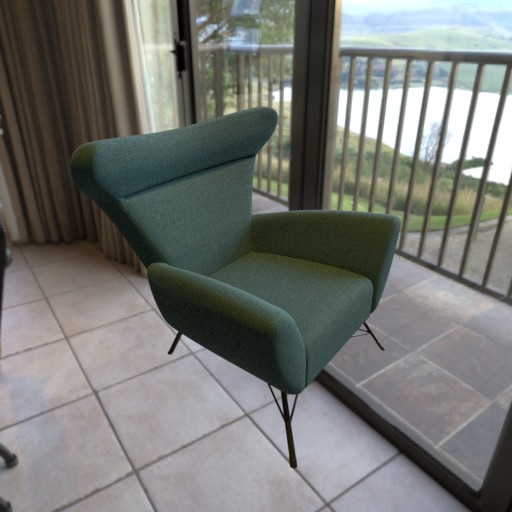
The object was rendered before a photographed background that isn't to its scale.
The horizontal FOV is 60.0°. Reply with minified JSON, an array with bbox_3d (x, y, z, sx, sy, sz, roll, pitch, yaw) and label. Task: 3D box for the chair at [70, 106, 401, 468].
[{"bbox_3d":[0.000,0.000,1.751,0.900,0.980,1.050,18,32,32],"label":"chair"}]
